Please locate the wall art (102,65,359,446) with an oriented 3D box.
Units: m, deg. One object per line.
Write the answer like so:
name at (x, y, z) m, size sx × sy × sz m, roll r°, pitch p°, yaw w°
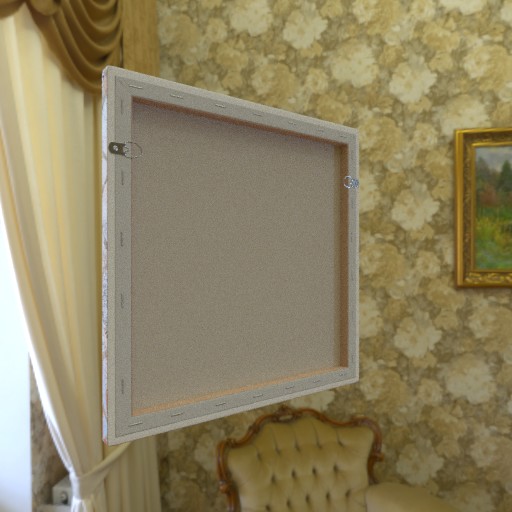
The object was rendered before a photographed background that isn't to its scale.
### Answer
wall art at (0.000, 0.000, 1.342) m, size 0.912 × 0.914 × 0.039 m, roll 0°, pitch 0°, yaw -37°
